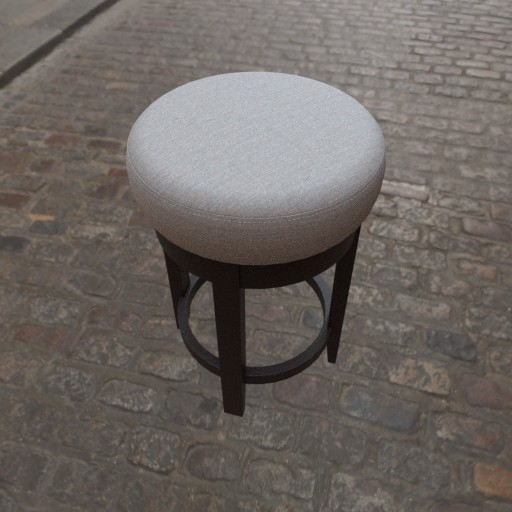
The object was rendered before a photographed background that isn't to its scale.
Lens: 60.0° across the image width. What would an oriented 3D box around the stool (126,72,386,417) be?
[{"bbox_3d":[0.000,0.000,0.969,0.443,0.672,0.443,0,47,0],"label":"stool"}]
